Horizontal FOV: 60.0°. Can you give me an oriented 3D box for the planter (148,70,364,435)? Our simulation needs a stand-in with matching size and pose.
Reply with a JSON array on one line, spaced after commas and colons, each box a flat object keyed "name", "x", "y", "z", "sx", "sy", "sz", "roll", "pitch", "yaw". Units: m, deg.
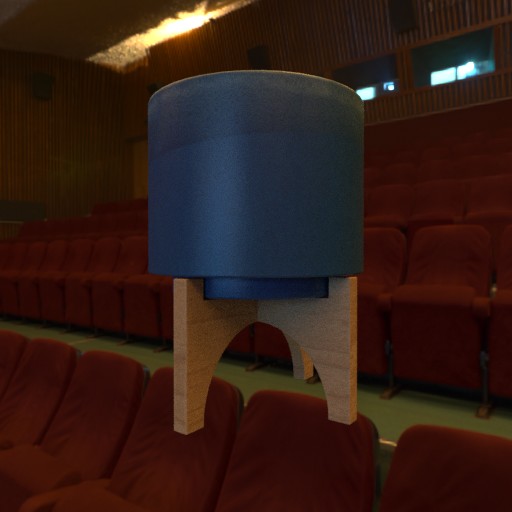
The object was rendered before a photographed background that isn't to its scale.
[{"name": "planter", "x": 0.000, "y": 0.000, "z": 0.407, "sx": 0.192, "sy": 0.263, "sz": 0.192, "roll": 0, "pitch": 1, "yaw": 0}]
